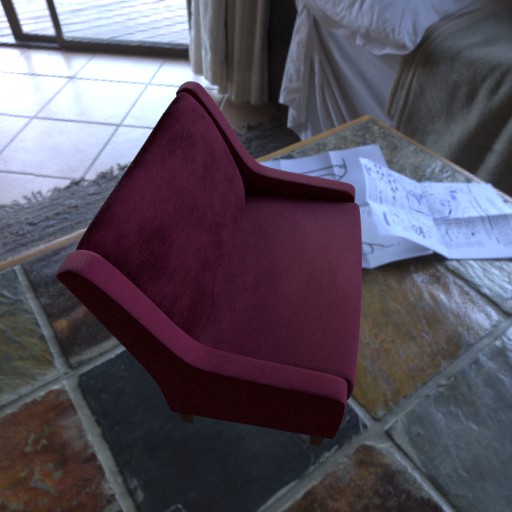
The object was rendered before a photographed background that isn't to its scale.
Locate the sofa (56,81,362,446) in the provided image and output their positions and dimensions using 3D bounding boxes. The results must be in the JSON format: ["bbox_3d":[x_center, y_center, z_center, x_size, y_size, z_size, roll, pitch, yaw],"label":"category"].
[{"bbox_3d":[0.000,0.000,1.945,0.946,0.976,1.242,7,46,7],"label":"sofa"}]
